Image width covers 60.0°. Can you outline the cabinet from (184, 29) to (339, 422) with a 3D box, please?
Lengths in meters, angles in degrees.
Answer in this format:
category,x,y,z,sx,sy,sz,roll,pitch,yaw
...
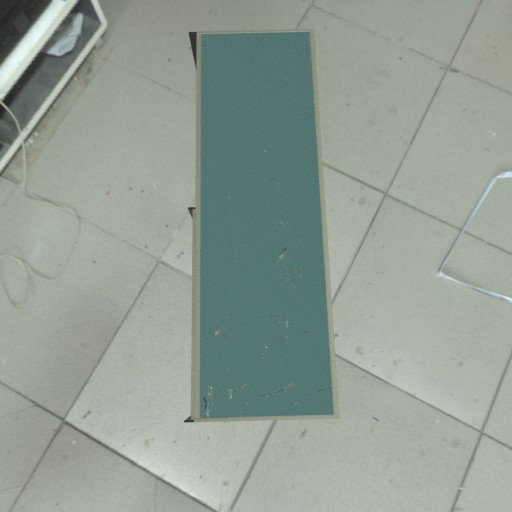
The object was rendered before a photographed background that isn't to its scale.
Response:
category,x,y,z,sx,sy,sz,roll,pitch,yaw
cabinet,0.000,0.000,3.221,0.680,2.160,2.000,-1,76,0
